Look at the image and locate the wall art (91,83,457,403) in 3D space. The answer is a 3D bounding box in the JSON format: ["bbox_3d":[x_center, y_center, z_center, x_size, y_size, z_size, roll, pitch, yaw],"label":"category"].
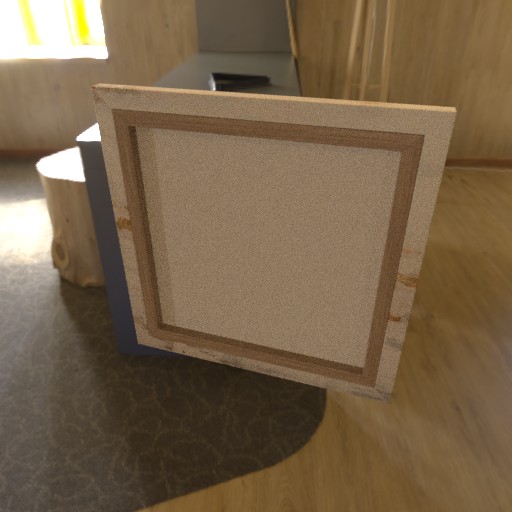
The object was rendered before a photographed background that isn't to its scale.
[{"bbox_3d":[0.000,0.000,1.088,0.753,0.755,0.038,10,33,15],"label":"wall art"}]
